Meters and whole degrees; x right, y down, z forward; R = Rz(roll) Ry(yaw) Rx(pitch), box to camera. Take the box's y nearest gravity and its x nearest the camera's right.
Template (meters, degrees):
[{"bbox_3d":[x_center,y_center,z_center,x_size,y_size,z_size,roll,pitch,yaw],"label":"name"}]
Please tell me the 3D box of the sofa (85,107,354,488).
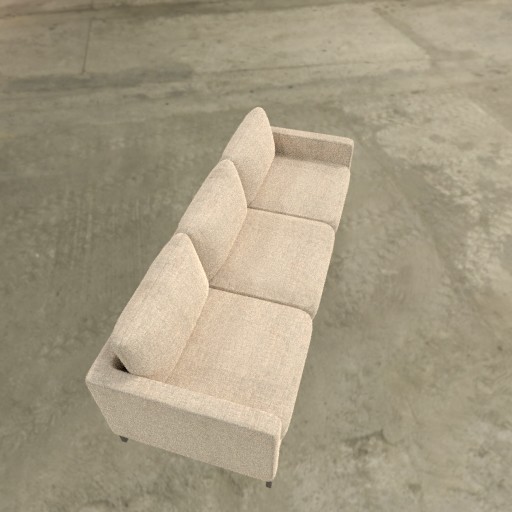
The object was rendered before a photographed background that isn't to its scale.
[{"bbox_3d":[0.000,0.000,2.652,0.859,0.874,2.218,12,47,11],"label":"sofa"}]
